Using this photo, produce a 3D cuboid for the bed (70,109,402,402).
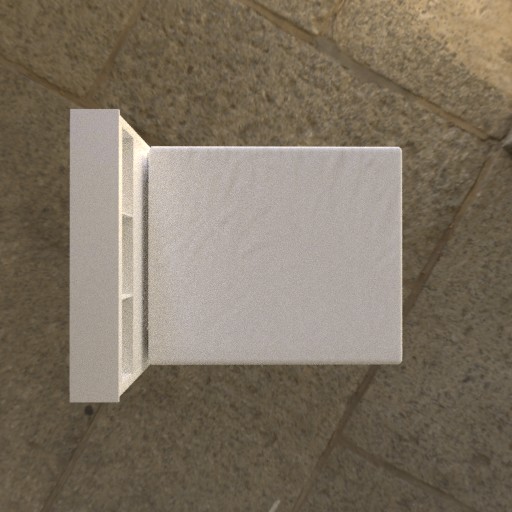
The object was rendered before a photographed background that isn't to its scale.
[{"bbox_3d":[0.000,0.000,3.081,2.133,1.092,1.671,0,90,0],"label":"bed"}]
